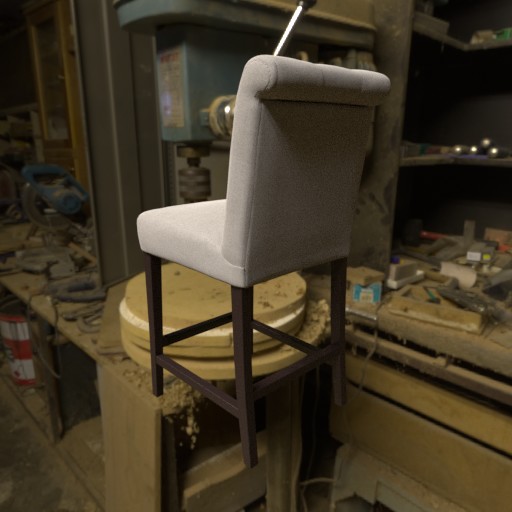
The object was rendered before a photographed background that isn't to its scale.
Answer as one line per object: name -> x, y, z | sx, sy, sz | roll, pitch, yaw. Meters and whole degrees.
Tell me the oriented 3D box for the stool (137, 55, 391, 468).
stool -> 0.000, 0.000, 1.360 | 0.493, 1.040, 0.601 | -14, 21, -41
